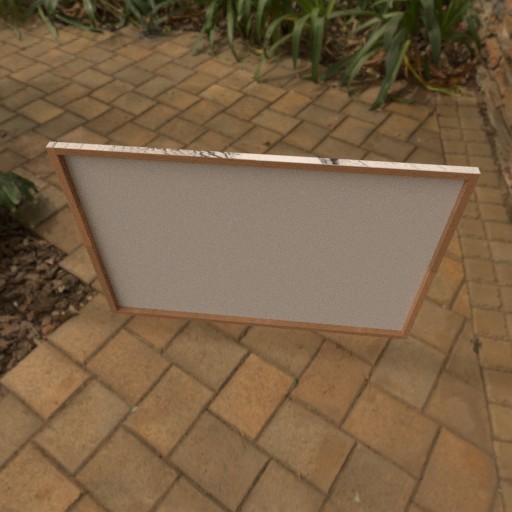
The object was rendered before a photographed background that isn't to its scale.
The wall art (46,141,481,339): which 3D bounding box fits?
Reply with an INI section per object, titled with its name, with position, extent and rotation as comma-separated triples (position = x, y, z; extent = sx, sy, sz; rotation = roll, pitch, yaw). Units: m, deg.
[wall art]
position = 0.000, 0.000, 1.154
extent = 0.914, 0.607, 0.023
rotation = 4, 47, 4
